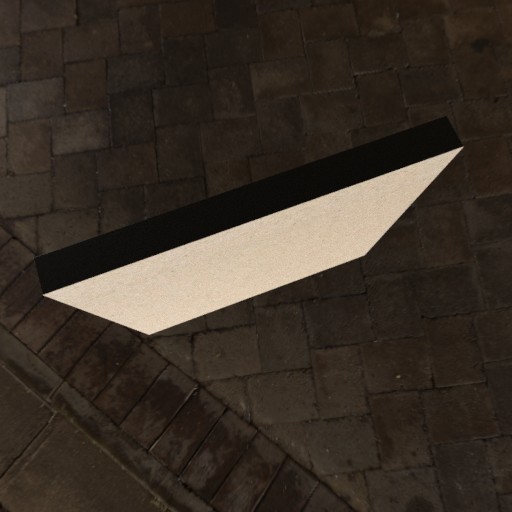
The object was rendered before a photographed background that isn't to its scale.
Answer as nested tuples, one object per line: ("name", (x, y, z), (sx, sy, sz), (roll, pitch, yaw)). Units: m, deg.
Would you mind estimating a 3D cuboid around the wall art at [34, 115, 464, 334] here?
("wall art", (0.000, 0.000, 0.480), (0.327, 0.318, 0.029), (-20, 76, -5))
